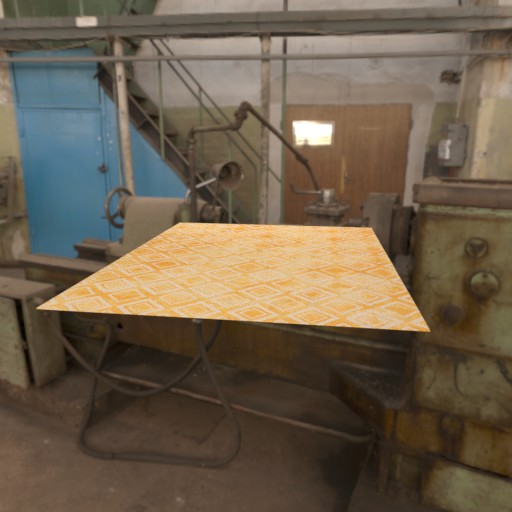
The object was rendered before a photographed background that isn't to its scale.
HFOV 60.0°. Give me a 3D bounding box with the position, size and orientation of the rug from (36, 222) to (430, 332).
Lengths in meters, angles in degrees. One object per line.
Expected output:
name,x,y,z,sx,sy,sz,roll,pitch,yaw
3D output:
rug,0.000,0.000,4.136,2.433,0.011,3.037,2,15,8
